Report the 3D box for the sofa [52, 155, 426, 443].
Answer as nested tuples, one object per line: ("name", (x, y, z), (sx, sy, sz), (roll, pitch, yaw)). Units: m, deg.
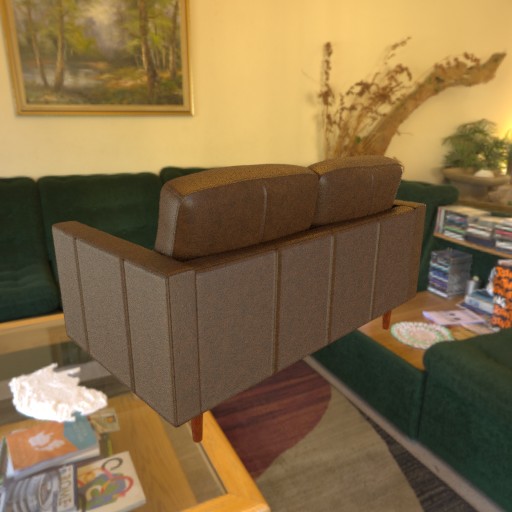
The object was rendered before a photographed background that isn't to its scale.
("sofa", (0.000, 0.000, 2.141), (1.578, 0.951, 0.909), (-16, 23, -41))
